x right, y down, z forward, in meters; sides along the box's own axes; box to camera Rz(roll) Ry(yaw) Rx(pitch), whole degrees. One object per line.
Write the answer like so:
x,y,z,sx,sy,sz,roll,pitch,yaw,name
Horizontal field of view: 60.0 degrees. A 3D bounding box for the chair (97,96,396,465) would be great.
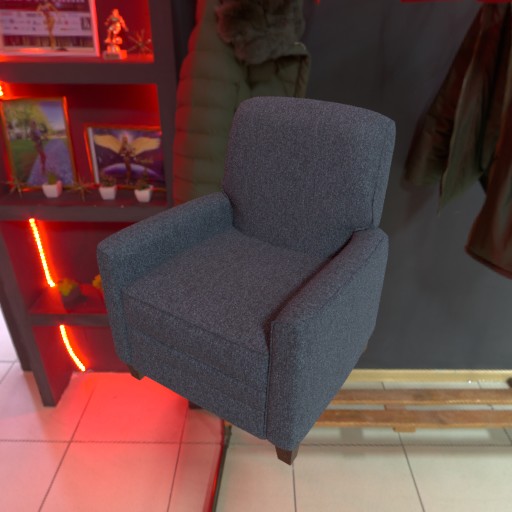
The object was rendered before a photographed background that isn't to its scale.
0.000,0.000,1.651,0.839,1.016,0.850,18,34,29,chair
